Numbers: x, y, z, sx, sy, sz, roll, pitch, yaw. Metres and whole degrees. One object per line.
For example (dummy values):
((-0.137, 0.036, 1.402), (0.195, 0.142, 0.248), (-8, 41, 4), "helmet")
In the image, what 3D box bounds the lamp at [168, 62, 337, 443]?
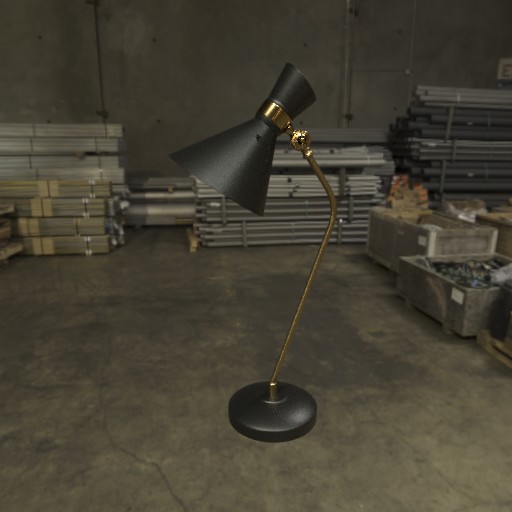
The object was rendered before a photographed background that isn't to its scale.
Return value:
((0.000, 0.000, 0.793), (0.292, 0.647, 0.189), (-2, 14, -7), "lamp")
